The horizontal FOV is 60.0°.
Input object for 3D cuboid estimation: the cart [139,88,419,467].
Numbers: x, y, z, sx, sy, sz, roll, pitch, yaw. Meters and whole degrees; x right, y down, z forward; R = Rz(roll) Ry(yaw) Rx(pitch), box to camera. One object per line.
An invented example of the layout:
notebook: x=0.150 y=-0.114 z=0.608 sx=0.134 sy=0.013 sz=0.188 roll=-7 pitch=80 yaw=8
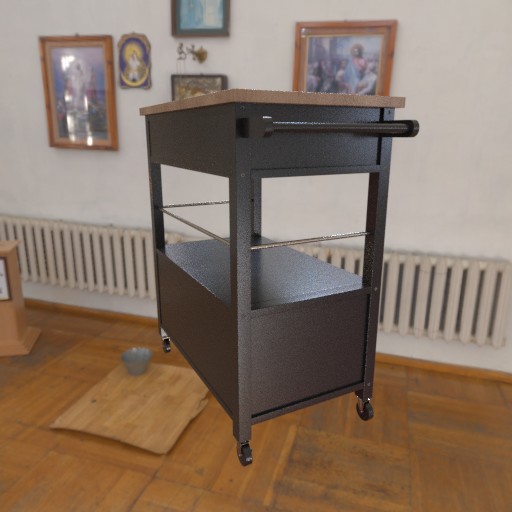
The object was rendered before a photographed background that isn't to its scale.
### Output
cart: x=0.000 y=0.000 z=1.376 sx=0.459 sy=0.901 sz=0.840 roll=-8 pitch=17 yaw=-27
